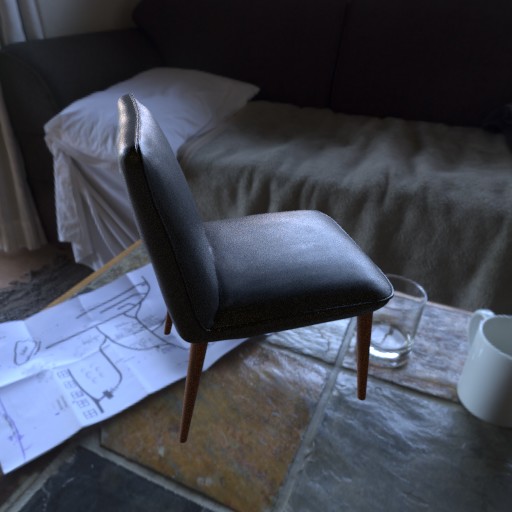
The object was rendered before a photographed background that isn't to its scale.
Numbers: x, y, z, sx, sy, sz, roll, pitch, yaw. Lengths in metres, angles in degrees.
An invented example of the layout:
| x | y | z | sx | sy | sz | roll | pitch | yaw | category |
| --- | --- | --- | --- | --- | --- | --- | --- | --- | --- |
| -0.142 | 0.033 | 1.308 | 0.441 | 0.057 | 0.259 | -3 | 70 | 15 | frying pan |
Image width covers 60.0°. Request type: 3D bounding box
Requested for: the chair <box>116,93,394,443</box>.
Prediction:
| x | y | z | sx | sy | sz | roll | pitch | yaw | category |
| --- | --- | --- | --- | --- | --- | --- | --- | --- | --- |
| 0.000 | 0.000 | 1.208 | 0.645 | 0.801 | 0.543 | -11 | 33 | -17 | chair |
